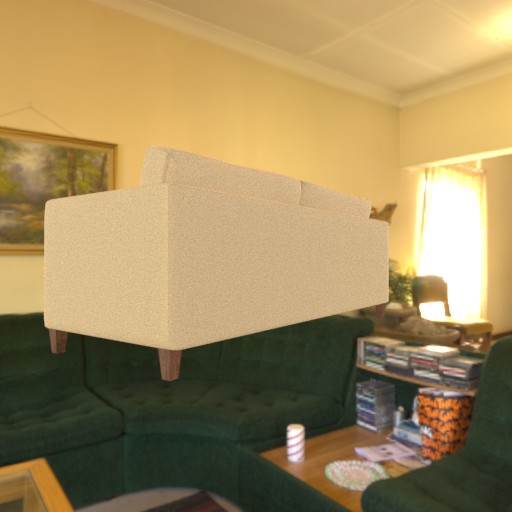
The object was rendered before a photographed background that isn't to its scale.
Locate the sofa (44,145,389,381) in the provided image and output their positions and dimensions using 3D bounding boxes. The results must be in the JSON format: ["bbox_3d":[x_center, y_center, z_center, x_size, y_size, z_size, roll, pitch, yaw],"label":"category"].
[{"bbox_3d":[0.000,0.000,2.877,0.951,0.968,2.361,0,0,36],"label":"sofa"}]
